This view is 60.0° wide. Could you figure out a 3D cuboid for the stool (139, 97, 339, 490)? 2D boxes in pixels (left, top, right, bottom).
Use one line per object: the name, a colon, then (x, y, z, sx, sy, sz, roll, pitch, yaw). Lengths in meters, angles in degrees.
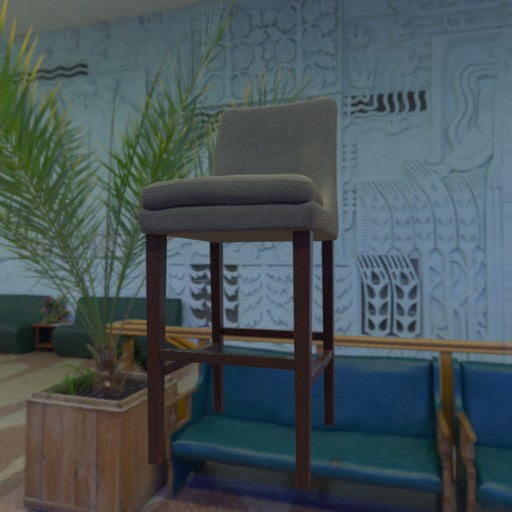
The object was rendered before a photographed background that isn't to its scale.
stool: (0.000, 0.000, 1.326, 0.470, 1.078, 0.577, 0, -1, 18)
